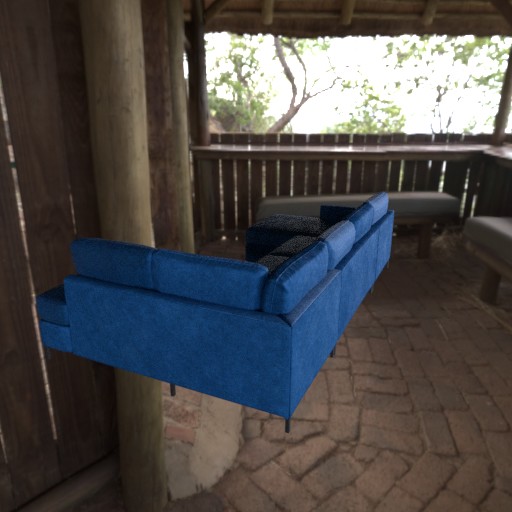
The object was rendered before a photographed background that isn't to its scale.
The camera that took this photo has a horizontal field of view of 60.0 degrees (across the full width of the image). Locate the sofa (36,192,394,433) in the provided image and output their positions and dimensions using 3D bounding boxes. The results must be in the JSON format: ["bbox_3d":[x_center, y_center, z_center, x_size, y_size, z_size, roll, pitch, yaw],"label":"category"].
[{"bbox_3d":[0.000,0.000,4.344,2.055,0.992,3.434,8,20,24],"label":"sofa"}]
